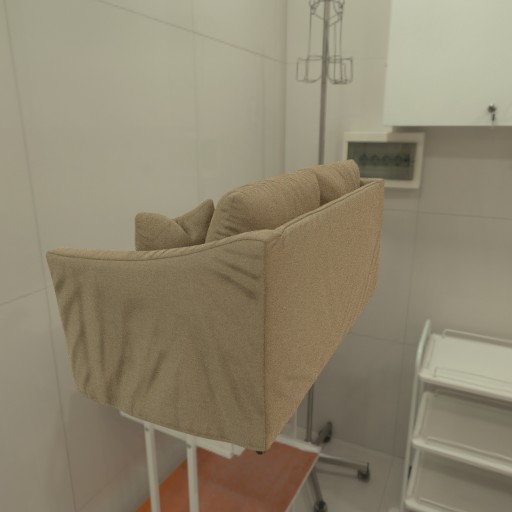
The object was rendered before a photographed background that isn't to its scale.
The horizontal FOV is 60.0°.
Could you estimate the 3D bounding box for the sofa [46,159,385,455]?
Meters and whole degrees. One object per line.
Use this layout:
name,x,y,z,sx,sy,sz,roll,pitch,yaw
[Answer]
sofa,0.000,0.000,2.561,1.072,1.018,2.010,8,18,25
